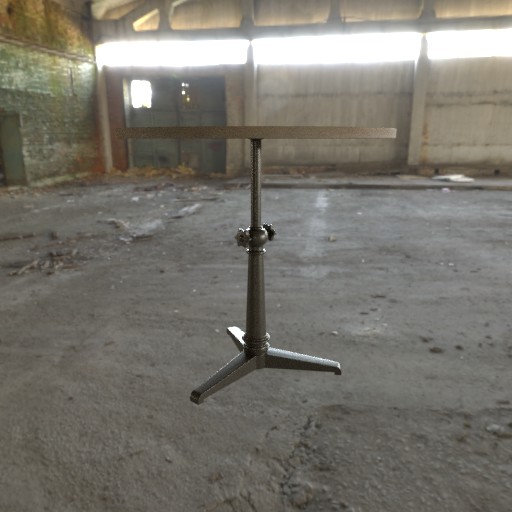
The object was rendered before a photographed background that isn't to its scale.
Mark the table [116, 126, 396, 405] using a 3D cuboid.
[{"bbox_3d":[0.000,0.000,1.421,0.800,0.780,0.800,0,15,0],"label":"table"}]
